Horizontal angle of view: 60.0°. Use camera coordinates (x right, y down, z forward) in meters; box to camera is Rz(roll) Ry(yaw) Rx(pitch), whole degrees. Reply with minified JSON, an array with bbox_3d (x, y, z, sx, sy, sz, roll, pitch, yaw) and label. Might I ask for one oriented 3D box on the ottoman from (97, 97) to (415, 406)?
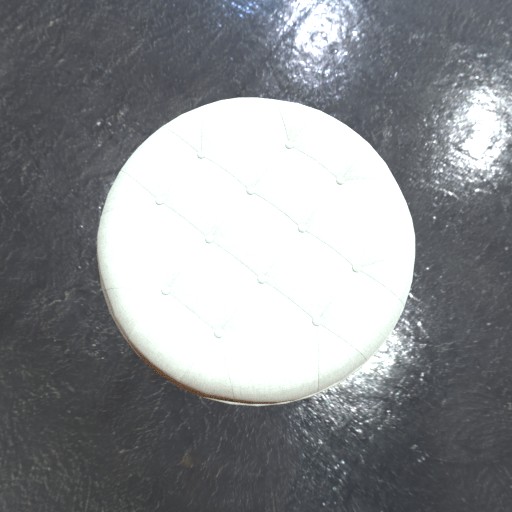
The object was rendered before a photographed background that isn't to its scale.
[{"bbox_3d":[0.000,0.000,1.353,0.850,0.483,0.850,0,75,0],"label":"ottoman"}]
